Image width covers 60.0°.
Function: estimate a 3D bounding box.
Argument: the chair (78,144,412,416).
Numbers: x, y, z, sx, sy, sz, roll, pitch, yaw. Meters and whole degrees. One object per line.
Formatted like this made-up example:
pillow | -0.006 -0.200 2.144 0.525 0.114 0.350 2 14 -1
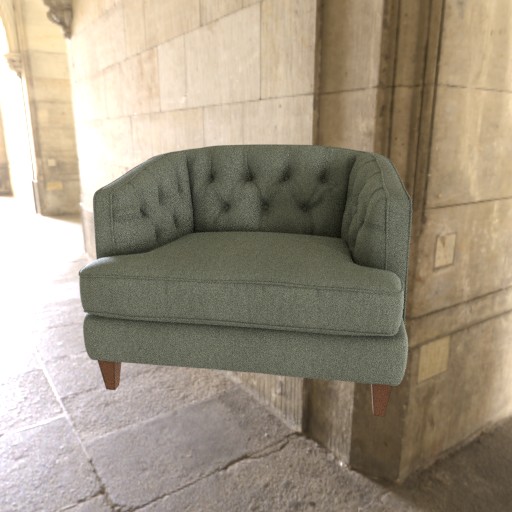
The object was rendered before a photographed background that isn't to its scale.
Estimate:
chair | 0.000 0.000 1.769 1.094 0.852 0.945 2 15 9
